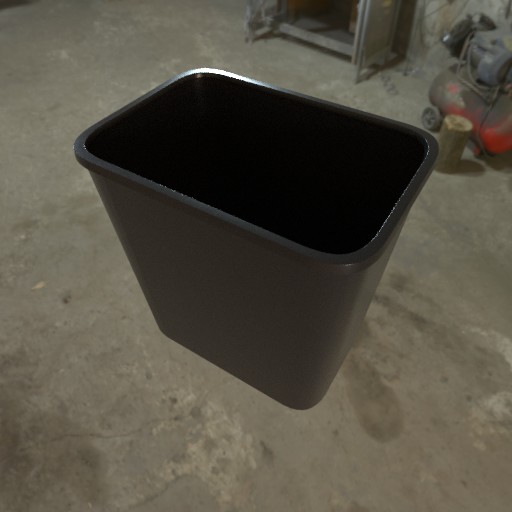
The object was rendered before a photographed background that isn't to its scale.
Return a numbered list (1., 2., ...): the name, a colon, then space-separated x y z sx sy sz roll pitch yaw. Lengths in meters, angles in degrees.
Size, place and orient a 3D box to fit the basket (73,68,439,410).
1. basket: 0.000 0.000 0.519 0.300 0.307 0.211 25 51 21
